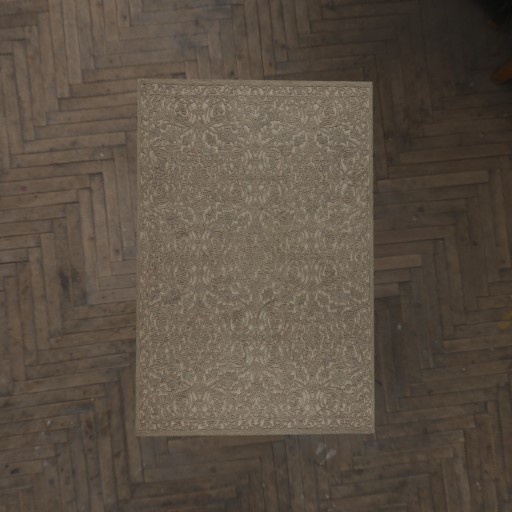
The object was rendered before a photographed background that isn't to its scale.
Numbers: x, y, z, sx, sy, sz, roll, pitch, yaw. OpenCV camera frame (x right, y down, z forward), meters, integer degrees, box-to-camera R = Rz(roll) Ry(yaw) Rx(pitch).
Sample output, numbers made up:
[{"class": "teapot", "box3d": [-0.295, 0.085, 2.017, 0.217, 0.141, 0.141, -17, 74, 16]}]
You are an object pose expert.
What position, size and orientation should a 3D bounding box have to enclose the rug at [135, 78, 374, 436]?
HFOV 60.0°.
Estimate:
[{"class": "rug", "box3d": [0.000, 0.000, 2.284, 1.221, 0.006, 1.827, 0, 89, -2]}]
